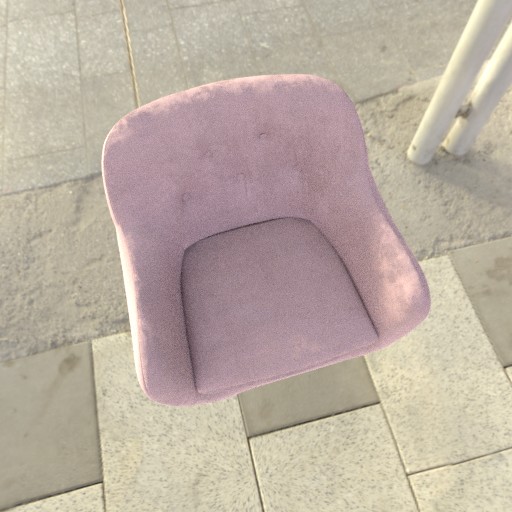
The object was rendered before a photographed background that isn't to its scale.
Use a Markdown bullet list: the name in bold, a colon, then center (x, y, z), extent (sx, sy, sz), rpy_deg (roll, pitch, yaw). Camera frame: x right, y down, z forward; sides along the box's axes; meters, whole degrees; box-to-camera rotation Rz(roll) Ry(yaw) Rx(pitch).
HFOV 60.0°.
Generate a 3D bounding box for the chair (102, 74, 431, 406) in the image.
- **chair**: center (0.000, 0.000, 1.505), extent (0.840, 0.820, 0.820), rpy_deg (-14, 64, -7)
